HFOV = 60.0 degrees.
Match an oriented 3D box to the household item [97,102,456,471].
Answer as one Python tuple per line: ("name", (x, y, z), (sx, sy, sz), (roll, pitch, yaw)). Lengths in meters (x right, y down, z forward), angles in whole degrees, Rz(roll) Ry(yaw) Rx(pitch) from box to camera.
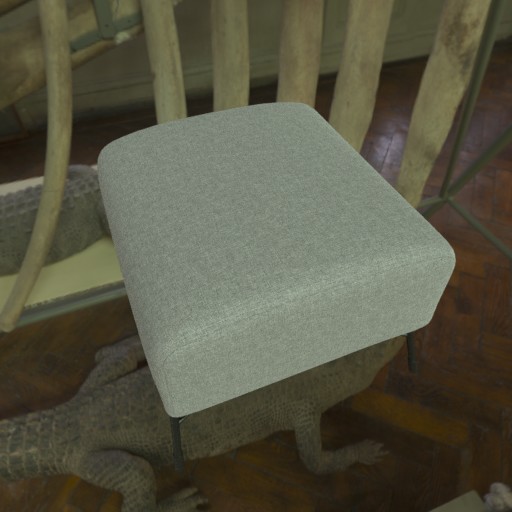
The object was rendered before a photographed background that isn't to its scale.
("household item", (0.000, 0.000, 0.889), (0.530, 0.410, 0.530), (-17, 49, -15))
